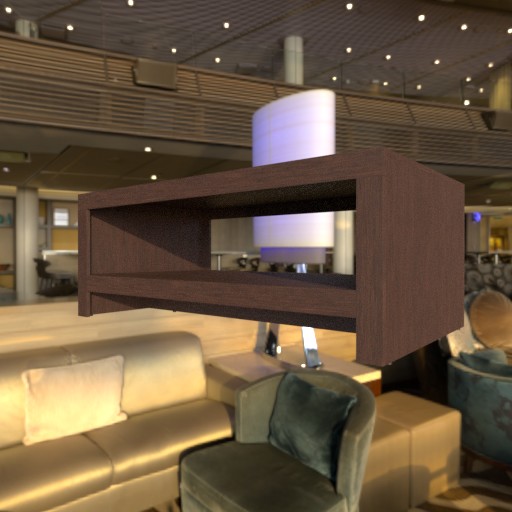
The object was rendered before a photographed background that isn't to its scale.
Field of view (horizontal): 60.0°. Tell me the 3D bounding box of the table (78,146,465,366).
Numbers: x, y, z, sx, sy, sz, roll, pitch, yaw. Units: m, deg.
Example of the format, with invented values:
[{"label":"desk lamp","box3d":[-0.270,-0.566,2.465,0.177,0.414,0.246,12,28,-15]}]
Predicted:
[{"label":"table","box3d":[0.000,0.000,1.421,1.099,0.424,0.597,0,0,39]}]
